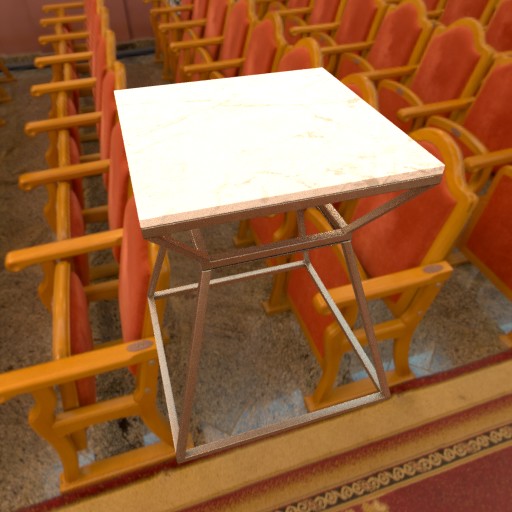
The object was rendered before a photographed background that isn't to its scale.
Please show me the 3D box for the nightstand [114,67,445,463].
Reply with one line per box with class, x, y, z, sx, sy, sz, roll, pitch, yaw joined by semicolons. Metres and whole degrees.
nightstand;0.000;0.000;0.875;0.455;0.554;0.455;-12;43;-13
